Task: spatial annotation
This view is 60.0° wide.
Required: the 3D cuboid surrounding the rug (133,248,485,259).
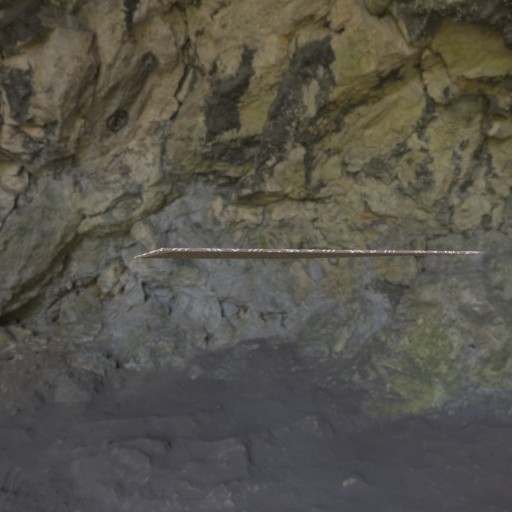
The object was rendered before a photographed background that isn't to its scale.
[{"bbox_3d":[0.000,0.000,3.070,1.541,0.012,2.457,0,-1,-18],"label":"rug"}]
